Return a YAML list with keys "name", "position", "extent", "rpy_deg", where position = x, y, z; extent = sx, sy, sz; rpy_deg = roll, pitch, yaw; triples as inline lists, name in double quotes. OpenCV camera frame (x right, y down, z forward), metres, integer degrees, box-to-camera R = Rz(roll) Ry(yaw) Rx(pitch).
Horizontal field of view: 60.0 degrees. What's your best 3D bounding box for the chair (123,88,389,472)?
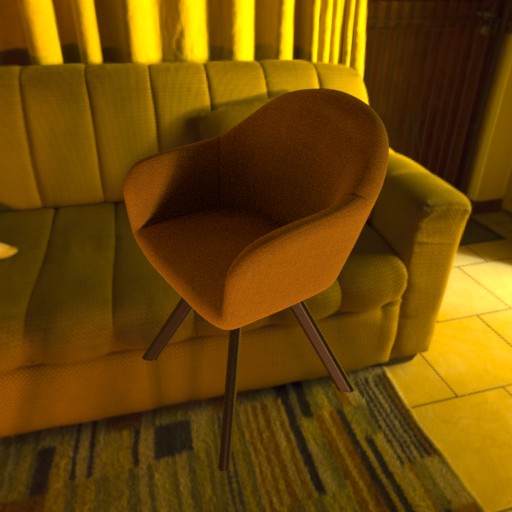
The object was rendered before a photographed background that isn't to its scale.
- name: "chair"
  position: [0.000, 0.000, 1.180]
  extent: [0.550, 0.795, 0.590]
  rpy_deg: [-20, 35, -30]
